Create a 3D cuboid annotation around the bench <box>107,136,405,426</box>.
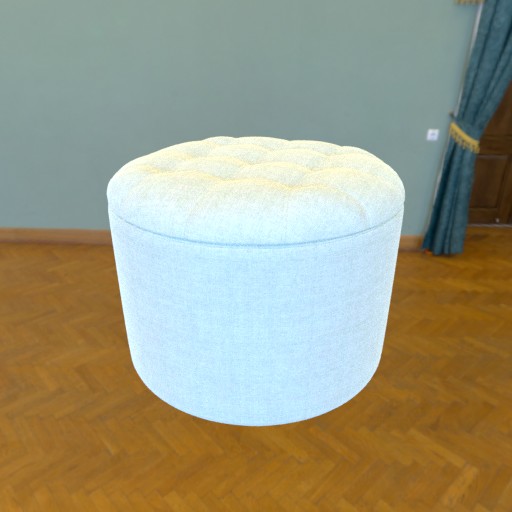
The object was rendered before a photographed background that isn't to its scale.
[{"bbox_3d":[0.000,0.000,0.999,0.600,0.453,0.600,0,26,0],"label":"bench"}]
